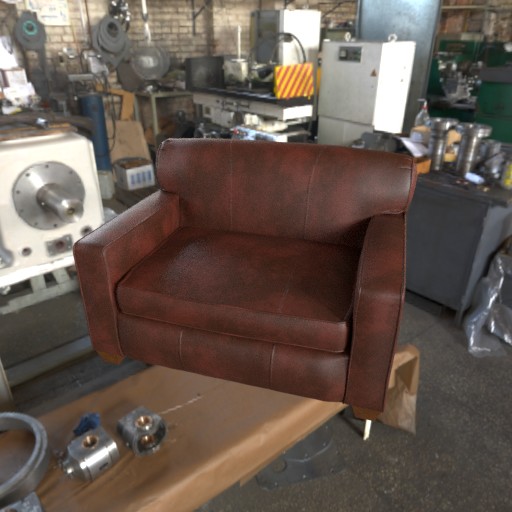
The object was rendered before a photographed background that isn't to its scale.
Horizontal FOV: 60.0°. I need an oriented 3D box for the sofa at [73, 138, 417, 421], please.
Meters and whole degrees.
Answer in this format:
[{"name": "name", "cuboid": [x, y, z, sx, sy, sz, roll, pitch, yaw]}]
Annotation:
[{"name": "sofa", "cuboid": [0.000, 0.000, 2.176, 1.413, 0.956, 1.000, 8, 28, 15]}]
